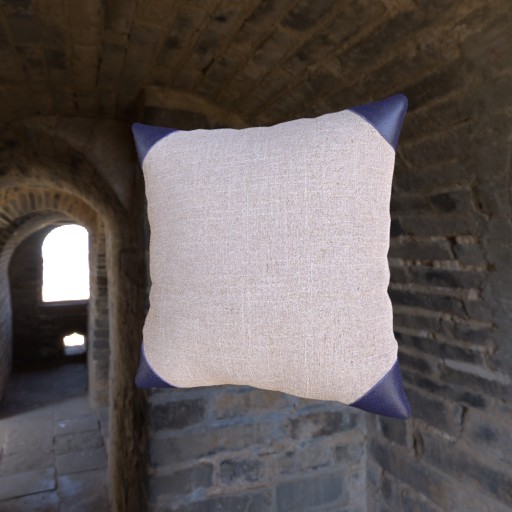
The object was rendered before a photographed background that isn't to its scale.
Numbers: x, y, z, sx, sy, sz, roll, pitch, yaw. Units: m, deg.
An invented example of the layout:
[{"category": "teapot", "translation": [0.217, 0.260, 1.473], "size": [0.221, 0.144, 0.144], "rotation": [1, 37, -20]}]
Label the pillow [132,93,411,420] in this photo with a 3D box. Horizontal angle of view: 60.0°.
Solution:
[{"category": "pillow", "translation": [0.000, 0.000, 0.665], "size": [0.440, 0.441, 0.147], "rotation": [0, 1, 18]}]
